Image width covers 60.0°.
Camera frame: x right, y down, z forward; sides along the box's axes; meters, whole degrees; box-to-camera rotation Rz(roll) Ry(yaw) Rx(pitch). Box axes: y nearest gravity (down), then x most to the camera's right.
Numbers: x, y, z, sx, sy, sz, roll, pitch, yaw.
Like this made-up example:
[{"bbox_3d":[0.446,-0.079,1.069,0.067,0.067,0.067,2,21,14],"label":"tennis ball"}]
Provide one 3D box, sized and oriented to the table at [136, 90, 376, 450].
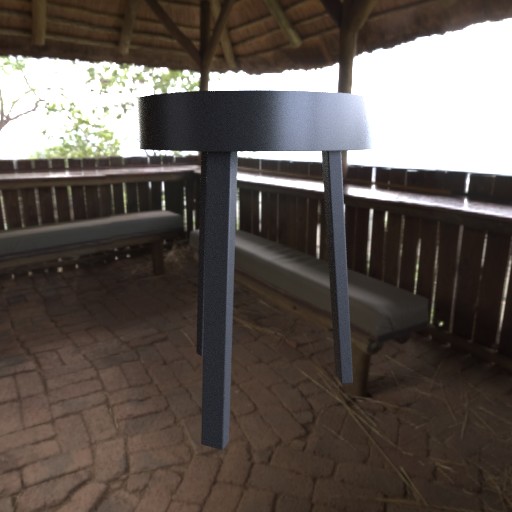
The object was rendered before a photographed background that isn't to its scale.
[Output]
[{"bbox_3d":[0.000,0.000,0.849,0.406,0.559,0.406,0,15,0],"label":"table"}]
